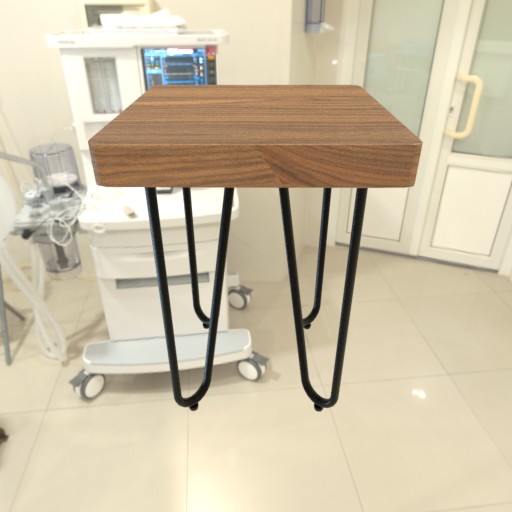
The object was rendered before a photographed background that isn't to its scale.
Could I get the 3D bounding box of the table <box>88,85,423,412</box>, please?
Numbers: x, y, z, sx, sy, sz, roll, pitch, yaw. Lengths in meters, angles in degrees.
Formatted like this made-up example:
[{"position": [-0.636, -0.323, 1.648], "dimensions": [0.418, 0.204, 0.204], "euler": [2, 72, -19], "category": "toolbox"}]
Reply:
[{"position": [0.000, 0.000, 0.984], "dimensions": [0.480, 0.641, 0.479], "euler": [0, 30, 0], "category": "table"}]
